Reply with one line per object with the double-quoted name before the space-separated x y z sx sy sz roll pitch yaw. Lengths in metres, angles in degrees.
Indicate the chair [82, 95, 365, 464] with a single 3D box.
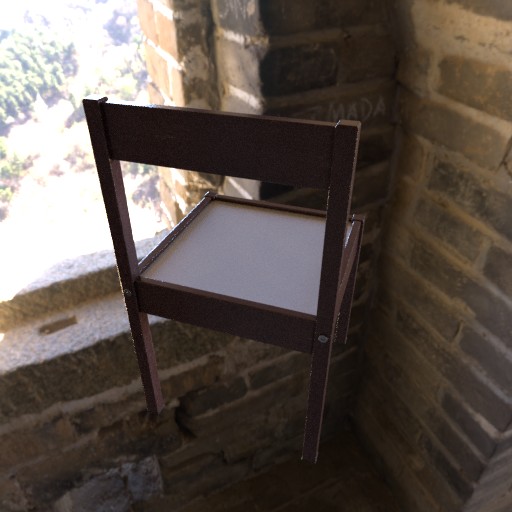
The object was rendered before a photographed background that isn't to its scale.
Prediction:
"chair" 0.000 0.000 0.668 0.285 0.505 0.285 11 35 16
